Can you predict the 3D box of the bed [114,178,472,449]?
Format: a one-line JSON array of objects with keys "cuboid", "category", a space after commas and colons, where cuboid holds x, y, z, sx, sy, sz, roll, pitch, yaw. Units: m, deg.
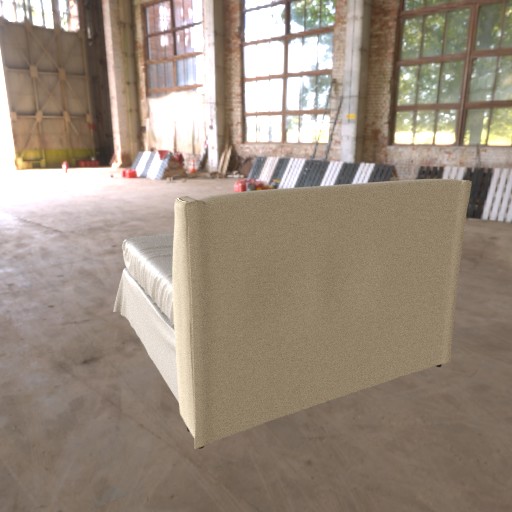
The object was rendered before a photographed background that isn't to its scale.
[{"cuboid": [0.000, 0.000, 3.487, 1.925, 1.332, 2.276, -8, 18, -27], "category": "bed"}]
